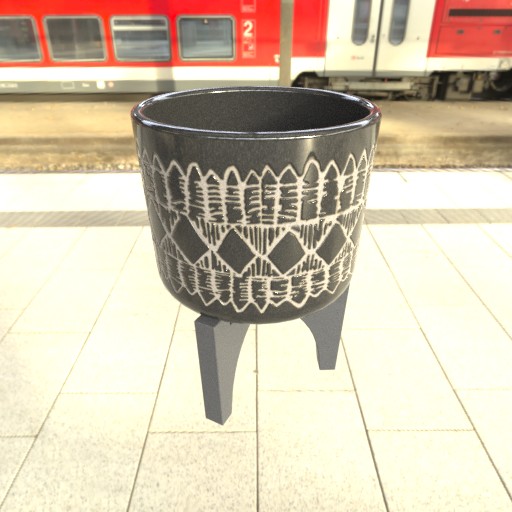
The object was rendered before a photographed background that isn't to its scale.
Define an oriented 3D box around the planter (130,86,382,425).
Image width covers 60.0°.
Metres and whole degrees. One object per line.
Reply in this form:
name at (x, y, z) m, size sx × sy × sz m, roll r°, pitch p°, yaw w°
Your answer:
planter at (0.000, 0.000, 0.538) m, size 0.251 × 0.355 × 0.251 m, roll -1°, pitch 29°, yaw -2°
